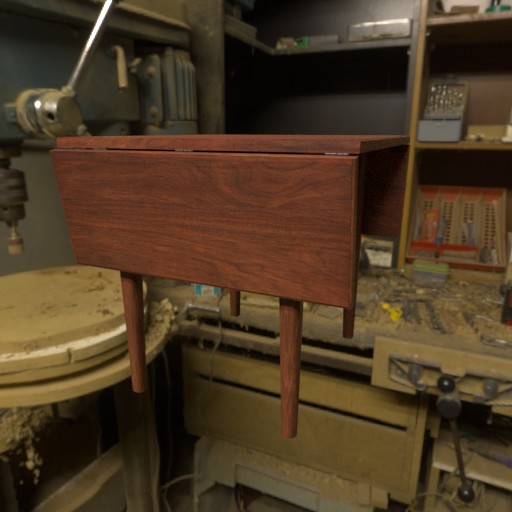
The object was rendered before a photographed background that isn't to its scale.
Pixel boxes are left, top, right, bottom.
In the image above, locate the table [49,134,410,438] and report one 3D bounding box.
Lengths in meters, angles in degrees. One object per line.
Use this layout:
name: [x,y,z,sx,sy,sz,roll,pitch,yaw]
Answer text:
table: [0.000,0.000,1.462,0.812,0.763,0.843,7,17,24]
